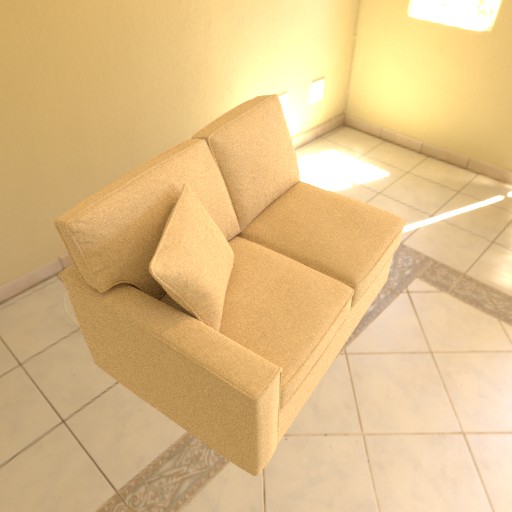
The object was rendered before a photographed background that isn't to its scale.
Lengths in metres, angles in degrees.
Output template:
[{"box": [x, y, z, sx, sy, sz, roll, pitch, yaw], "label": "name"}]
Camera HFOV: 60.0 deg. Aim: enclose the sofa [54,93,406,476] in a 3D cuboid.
[{"box": [0.000, 0.000, 2.074, 0.991, 0.989, 1.388, 24, 47, 25], "label": "sofa"}]
